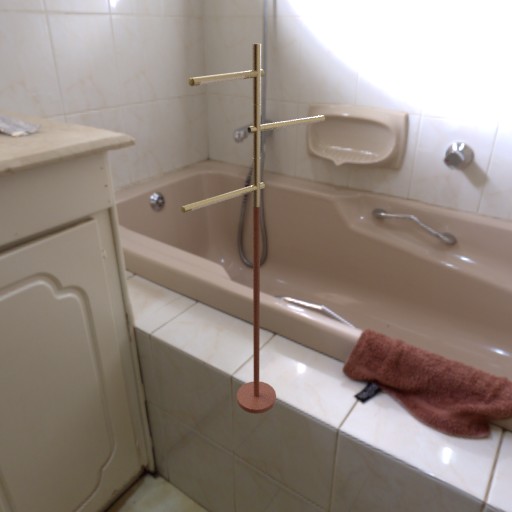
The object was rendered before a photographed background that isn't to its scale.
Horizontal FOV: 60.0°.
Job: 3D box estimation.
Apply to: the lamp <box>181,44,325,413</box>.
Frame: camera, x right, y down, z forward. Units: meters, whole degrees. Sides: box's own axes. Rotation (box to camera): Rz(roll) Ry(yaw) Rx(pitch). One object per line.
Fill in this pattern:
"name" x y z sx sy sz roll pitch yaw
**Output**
"lamp" 0.000 0.000 1.973 0.209 1.704 0.737 19 33 33
